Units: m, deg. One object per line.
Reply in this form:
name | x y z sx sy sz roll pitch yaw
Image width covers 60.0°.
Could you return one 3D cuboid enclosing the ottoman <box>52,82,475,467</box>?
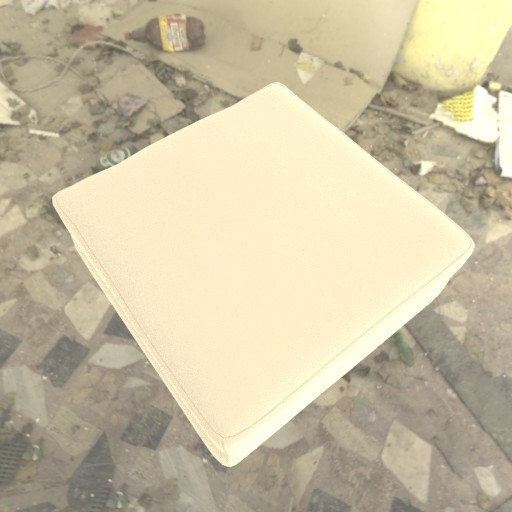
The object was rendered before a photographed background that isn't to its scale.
ottoman | 0.000 0.000 1.335 0.838 0.479 0.838 -33 64 -19
